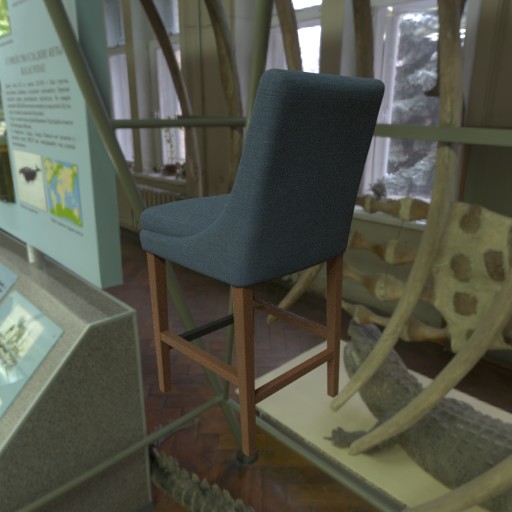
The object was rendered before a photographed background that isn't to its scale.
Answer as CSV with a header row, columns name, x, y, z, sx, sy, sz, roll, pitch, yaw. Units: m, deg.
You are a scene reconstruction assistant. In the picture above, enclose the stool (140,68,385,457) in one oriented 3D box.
name,x,y,z,sx,sy,sz,roll,pitch,yaw
stool,0.000,0.000,1.327,0.470,0.981,0.577,-16,24,-42
